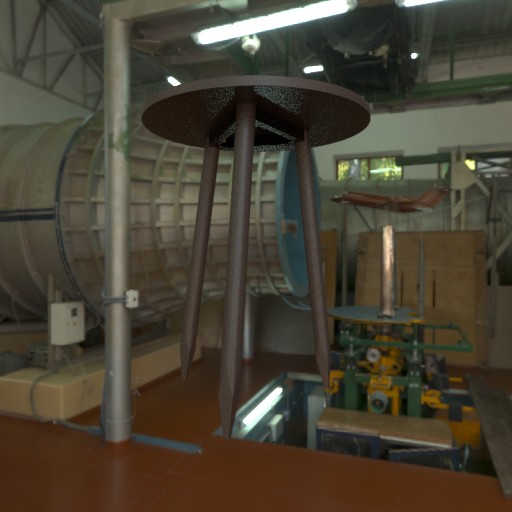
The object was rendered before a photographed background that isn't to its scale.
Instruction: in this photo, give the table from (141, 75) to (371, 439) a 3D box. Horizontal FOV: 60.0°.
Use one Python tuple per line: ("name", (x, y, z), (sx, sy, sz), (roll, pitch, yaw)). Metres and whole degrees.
("table", (0.000, 0.000, 0.916), (0.457, 0.585, 0.457), (0, 1, 0))
